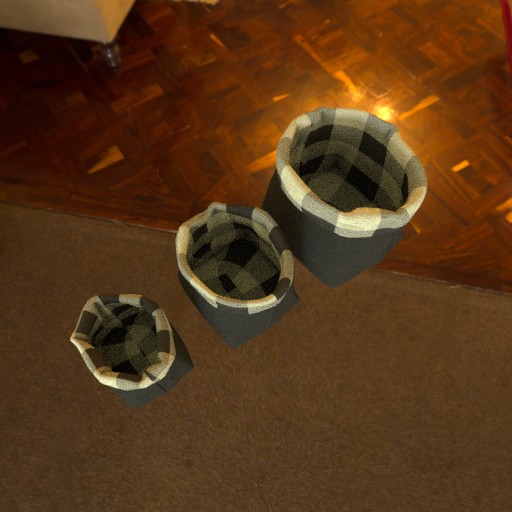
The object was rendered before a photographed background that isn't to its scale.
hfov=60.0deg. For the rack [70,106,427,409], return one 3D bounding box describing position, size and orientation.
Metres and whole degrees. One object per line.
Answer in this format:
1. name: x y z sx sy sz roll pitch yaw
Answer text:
1. rack: 0.000 0.000 1.068 0.889 0.329 0.370 -34 68 -16
